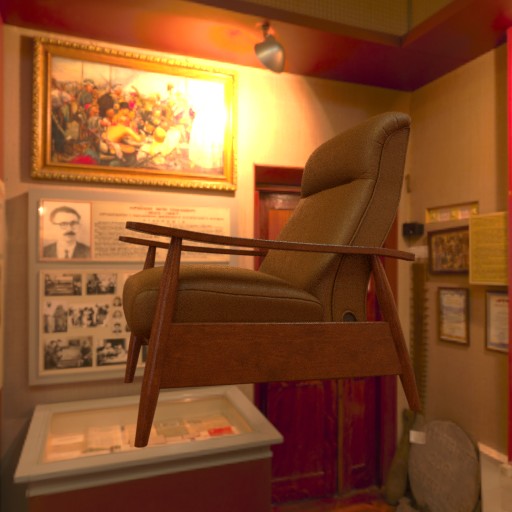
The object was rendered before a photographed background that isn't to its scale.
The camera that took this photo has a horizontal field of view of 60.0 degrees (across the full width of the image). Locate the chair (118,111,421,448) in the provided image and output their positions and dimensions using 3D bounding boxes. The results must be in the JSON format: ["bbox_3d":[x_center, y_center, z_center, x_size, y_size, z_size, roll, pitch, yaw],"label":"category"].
[{"bbox_3d":[0.000,0.000,1.739,1.014,1.082,0.762,0,-1,-19],"label":"chair"}]
